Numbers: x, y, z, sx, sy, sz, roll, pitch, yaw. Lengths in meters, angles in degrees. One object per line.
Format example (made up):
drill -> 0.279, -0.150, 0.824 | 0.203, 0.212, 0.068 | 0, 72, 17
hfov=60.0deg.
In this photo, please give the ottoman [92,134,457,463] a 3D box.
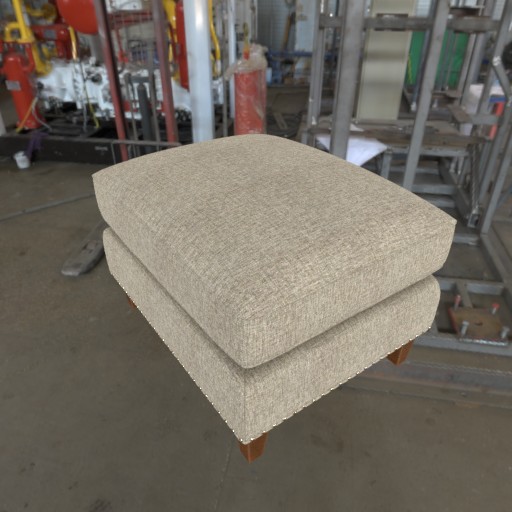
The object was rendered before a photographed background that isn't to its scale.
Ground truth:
ottoman -> 0.000, 0.000, 1.164 | 0.584, 0.513, 0.741 | -21, 38, -29
